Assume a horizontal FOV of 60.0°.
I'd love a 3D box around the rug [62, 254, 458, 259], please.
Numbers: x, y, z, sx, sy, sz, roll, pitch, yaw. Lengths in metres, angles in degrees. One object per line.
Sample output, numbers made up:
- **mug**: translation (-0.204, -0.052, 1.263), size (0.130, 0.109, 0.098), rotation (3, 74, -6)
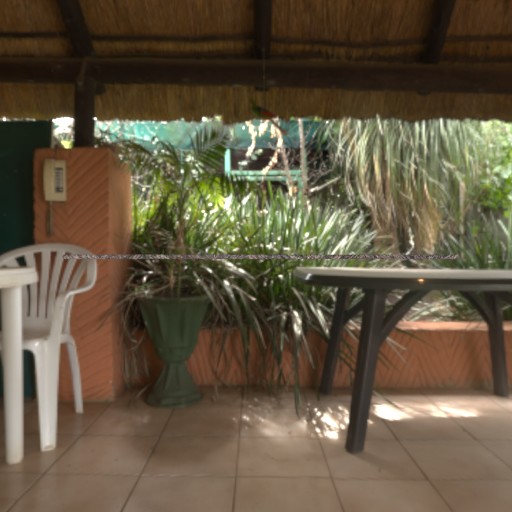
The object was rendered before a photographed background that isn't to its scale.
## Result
- **rug**: translation (0.000, 0.000, 2.823), size (1.501, 0.017, 2.298), rotation (0, 0, -1)
